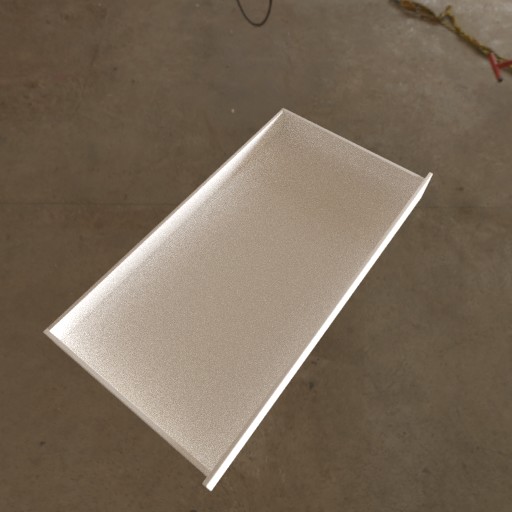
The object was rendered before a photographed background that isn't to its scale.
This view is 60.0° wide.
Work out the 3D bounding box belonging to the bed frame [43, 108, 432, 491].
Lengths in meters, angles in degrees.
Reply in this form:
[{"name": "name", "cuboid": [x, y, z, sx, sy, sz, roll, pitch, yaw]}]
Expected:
[{"name": "bed frame", "cuboid": [0.000, 0.000, 1.541, 0.670, 0.141, 1.300, 33, 64, 18]}]
